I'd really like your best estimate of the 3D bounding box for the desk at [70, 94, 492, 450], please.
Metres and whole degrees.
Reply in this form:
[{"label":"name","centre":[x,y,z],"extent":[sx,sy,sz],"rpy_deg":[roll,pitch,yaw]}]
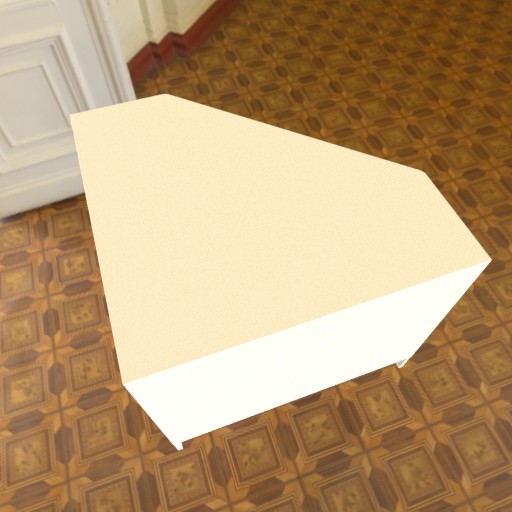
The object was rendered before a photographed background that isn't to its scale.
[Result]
[{"label":"desk","centre":[0.000,0.000,1.618],"extent":[0.940,0.818,0.926],"rpy_deg":[-17,59,-11]}]
